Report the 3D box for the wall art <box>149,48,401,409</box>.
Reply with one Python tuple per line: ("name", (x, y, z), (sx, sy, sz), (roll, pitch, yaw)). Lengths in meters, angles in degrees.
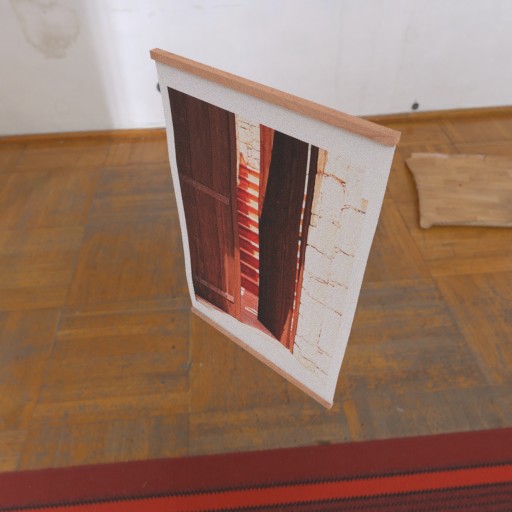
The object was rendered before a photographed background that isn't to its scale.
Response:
("wall art", (0.000, 0.000, 0.650), (0.332, 0.508, 0.012), (30, 52, 27))
